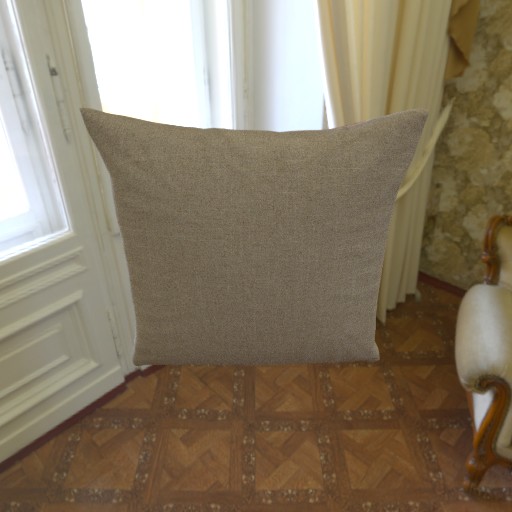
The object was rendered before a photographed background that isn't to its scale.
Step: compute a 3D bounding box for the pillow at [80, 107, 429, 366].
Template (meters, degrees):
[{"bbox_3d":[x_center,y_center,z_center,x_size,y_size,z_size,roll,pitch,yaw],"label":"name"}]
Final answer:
[{"bbox_3d":[0.000,0.000,0.781,0.513,0.511,0.158,-1,31,-1],"label":"pillow"}]
